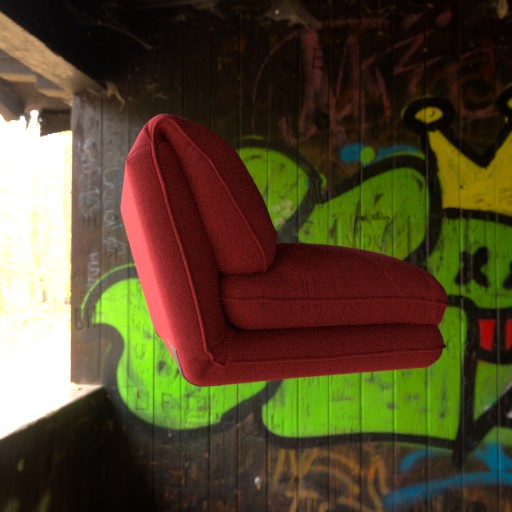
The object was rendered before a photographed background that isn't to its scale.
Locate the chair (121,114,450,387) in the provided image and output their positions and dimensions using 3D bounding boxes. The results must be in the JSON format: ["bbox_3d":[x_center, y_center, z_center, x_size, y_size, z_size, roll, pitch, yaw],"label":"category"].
[{"bbox_3d":[0.000,0.000,1.347,0.780,0.580,0.820,0,-1,-18],"label":"chair"}]
